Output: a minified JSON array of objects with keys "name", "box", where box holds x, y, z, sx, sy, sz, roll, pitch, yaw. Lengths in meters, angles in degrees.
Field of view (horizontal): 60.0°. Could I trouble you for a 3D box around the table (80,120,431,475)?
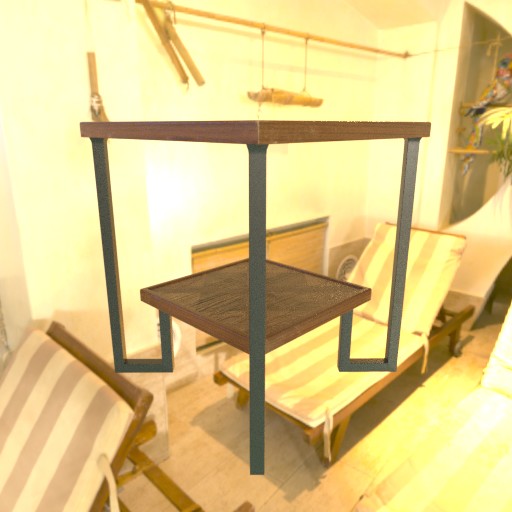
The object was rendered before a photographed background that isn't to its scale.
[{"name":"table","box":[0.000,0.000,0.972,0.503,0.563,0.503,16,23,42]}]
